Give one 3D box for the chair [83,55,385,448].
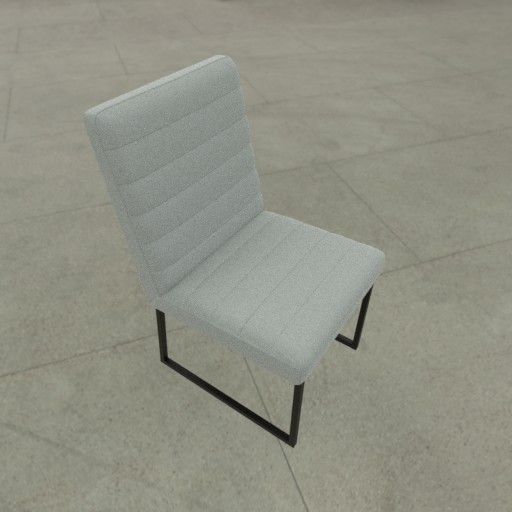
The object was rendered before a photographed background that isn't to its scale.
[{"bbox_3d":[0.000,0.000,1.315,0.634,0.930,0.520,25,47,25],"label":"chair"}]
